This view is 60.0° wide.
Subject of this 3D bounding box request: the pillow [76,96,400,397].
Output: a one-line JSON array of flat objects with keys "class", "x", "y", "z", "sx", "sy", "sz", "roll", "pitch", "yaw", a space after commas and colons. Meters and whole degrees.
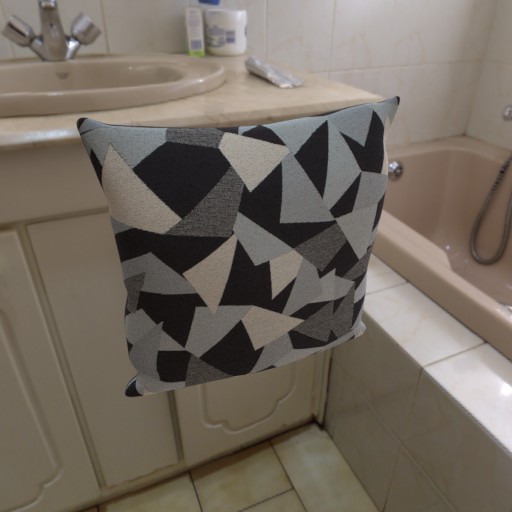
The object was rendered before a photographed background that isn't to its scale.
[{"class": "pillow", "x": 0.000, "y": 0.000, "z": 0.749, "sx": 0.503, "sy": 0.496, "sz": 0.208, "roll": -11, "pitch": 33, "yaw": -18}]
